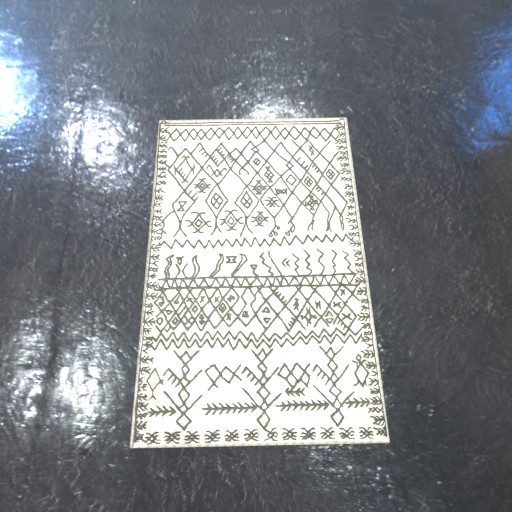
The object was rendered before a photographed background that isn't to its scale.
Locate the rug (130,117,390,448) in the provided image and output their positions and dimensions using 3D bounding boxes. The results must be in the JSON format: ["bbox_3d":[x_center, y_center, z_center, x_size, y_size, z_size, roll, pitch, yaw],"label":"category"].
[{"bbox_3d":[0.000,0.000,3.103,1.526,0.012,2.444,-1,66,0],"label":"rug"}]
